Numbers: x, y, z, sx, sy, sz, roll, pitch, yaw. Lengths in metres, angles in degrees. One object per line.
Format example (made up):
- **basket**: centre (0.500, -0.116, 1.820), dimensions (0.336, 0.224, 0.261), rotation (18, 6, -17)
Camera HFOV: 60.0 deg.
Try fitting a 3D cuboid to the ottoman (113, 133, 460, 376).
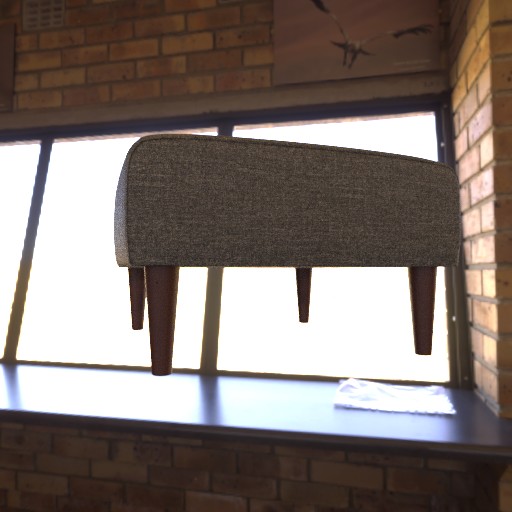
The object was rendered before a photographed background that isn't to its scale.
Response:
- **ottoman**: centre (0.000, 0.000, 1.056), dimensions (0.648, 0.399, 0.655), rotation (1, -2, -19)
